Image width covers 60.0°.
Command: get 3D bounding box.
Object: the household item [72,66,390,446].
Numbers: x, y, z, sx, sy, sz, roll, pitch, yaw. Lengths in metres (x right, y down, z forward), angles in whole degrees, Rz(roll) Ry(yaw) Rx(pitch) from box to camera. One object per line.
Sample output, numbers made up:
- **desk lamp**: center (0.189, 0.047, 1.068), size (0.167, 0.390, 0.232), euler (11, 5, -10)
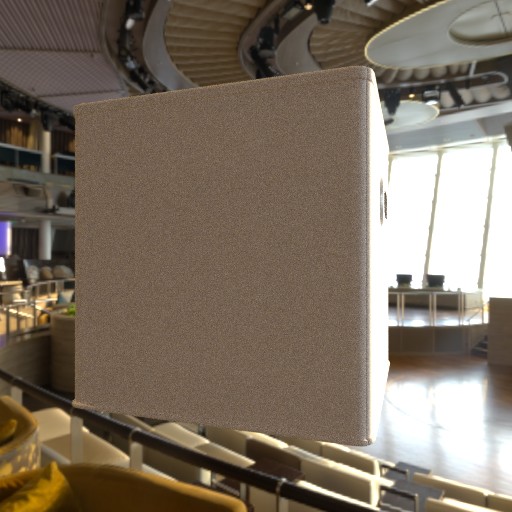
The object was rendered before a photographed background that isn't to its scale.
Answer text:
- **household item**: center (0.000, 0.000, 0.542), size (0.305, 0.305, 0.305), euler (0, 0, 19)
